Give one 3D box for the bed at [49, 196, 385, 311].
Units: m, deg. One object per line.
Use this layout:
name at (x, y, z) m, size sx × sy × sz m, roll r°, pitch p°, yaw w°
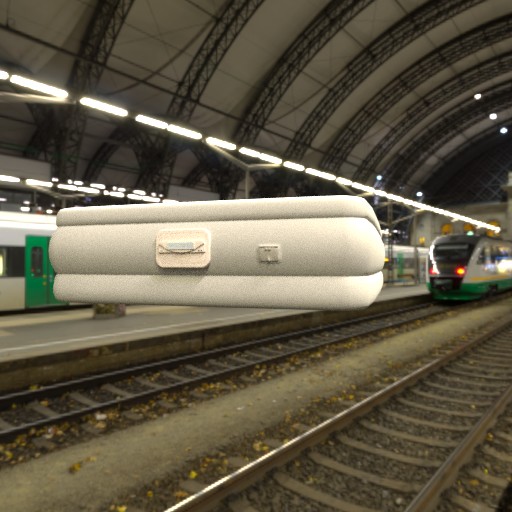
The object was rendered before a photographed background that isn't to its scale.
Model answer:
bed at (0.000, 0.000, 2.745) m, size 1.520 × 0.460 × 2.036 m, roll 0°, pitch -1°, yaw 17°
